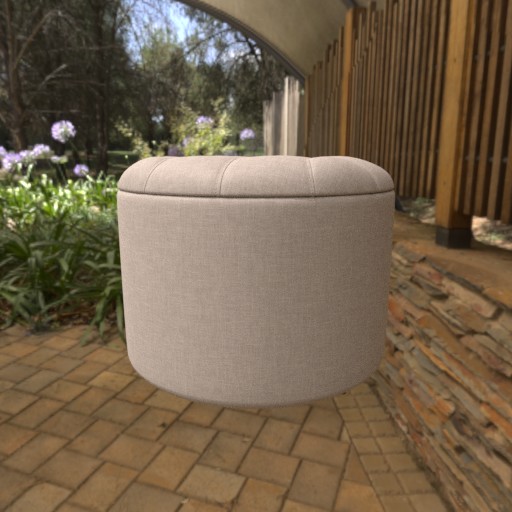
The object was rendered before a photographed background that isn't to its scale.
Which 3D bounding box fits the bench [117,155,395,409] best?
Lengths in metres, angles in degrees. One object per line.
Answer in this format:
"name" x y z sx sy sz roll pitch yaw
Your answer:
"bench" 0.000 0.000 1.027 0.600 0.453 0.600 0 12 0
